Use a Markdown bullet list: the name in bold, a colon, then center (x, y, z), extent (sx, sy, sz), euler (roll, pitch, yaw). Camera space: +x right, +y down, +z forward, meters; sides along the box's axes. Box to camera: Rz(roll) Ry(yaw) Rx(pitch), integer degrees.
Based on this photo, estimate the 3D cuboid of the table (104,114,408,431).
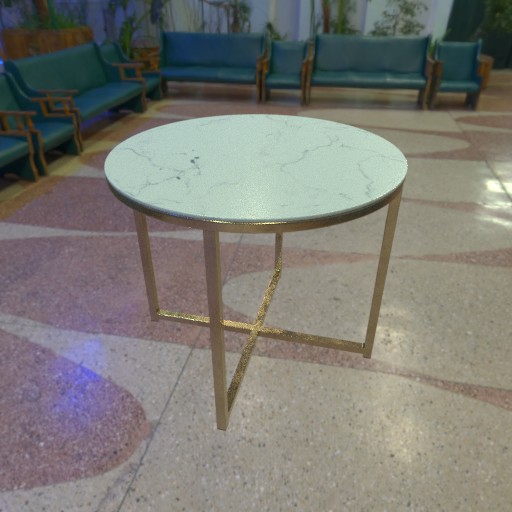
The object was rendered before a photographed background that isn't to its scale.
- **table**: center (0.000, 0.000, 0.871), extent (0.500, 0.420, 0.500), euler (0, 32, 0)
